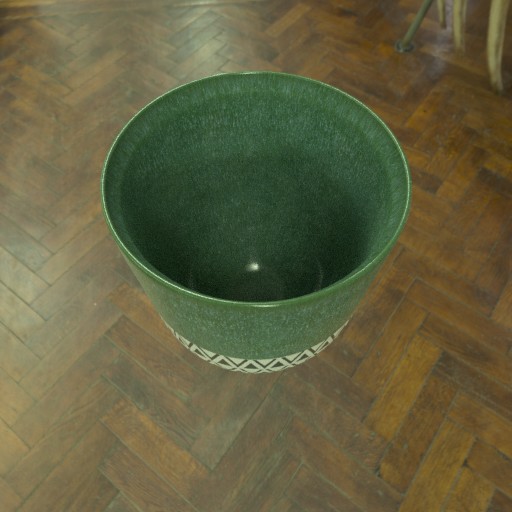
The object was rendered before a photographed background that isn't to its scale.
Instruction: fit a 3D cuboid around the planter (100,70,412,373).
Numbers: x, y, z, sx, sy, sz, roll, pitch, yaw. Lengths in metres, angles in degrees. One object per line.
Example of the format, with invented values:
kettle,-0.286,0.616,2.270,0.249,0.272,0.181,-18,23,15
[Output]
planter,0.000,0.000,0.371,0.195,0.214,0.195,0,58,0
